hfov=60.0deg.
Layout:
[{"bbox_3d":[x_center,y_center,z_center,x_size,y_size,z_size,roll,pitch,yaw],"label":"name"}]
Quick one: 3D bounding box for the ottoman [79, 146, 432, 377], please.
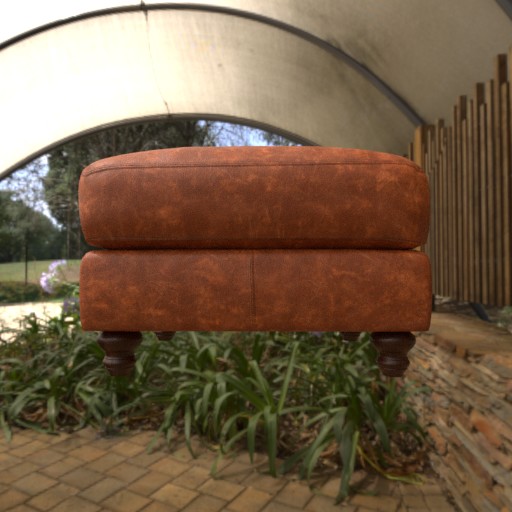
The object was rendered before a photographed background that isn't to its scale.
[{"bbox_3d":[0.000,0.000,1.277,0.832,0.562,0.657,0,-1,0],"label":"ottoman"}]
